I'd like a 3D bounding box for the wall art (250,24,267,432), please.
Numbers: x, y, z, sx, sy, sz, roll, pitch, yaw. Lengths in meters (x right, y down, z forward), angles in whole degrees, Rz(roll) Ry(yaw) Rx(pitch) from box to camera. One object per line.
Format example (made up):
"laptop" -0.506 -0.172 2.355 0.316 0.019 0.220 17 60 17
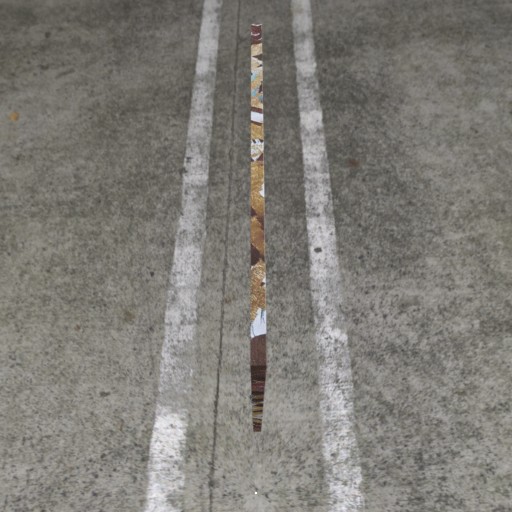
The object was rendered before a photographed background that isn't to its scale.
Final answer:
"wall art" 0.000 0.000 1.137 0.028 0.762 0.757 0 62 0
